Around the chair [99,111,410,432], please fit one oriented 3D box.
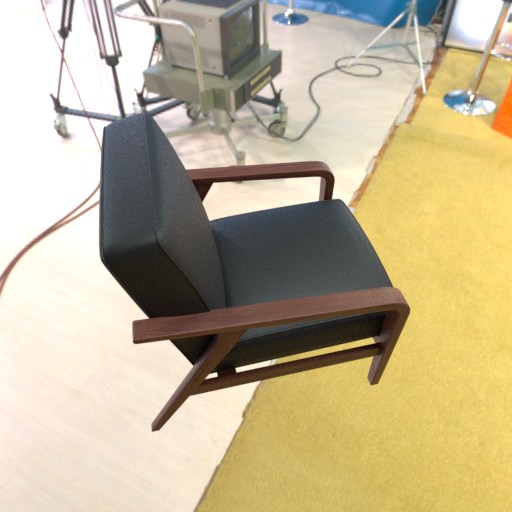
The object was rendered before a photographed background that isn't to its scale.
[{"bbox_3d":[0.000,0.000,1.516,0.889,0.861,0.719,-9,47,-9],"label":"chair"}]
